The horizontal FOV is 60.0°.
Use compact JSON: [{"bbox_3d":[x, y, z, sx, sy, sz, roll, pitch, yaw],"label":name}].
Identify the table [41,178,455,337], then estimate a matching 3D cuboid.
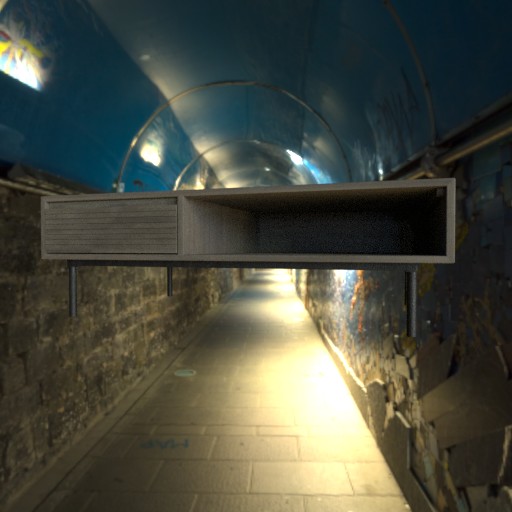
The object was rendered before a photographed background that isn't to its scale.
[{"bbox_3d":[0.000,0.000,1.404,1.088,0.347,0.643,0,1,18],"label":"table"}]
